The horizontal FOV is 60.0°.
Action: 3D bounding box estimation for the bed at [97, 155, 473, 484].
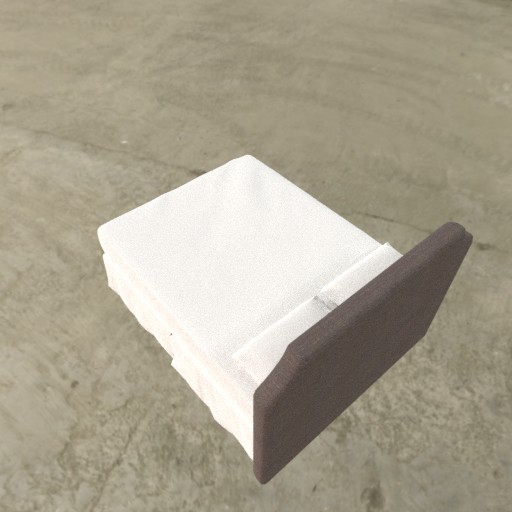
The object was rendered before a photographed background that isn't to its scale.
[{"bbox_3d":[0.000,0.000,3.165,1.693,1.290,2.116,-32,55,-26],"label":"bed"}]
